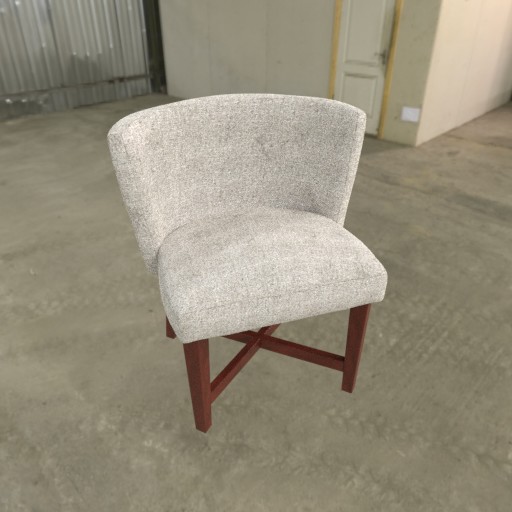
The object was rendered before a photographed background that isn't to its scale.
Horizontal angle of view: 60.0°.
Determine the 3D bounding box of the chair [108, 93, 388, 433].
[{"bbox_3d":[0.000,0.000,1.329,0.728,0.827,0.575,-10,33,-15],"label":"chair"}]
